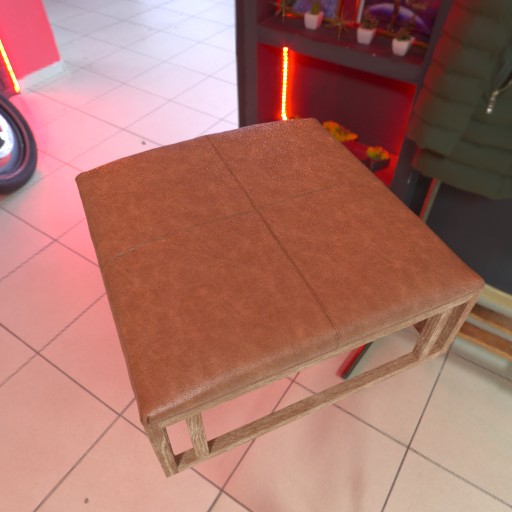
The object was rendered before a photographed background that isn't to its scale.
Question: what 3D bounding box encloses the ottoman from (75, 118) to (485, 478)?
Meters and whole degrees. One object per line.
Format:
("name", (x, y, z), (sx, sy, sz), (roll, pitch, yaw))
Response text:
("ottoman", (0.000, 0.000, 1.561), (1.013, 0.442, 1.016), (-18, 50, -16))
